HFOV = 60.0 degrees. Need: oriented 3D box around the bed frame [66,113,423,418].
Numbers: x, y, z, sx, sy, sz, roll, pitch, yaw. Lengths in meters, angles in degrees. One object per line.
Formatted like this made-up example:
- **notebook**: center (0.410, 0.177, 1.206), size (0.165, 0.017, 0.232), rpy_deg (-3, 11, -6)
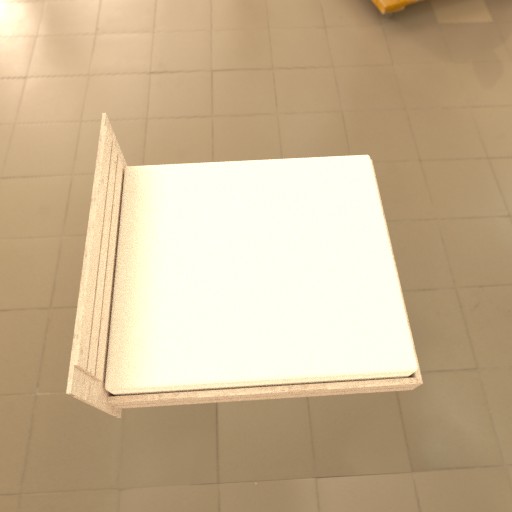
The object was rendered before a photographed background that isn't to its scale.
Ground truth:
- **bed frame**: center (0.000, 0.000, 3.173), size (2.080, 0.970, 1.950), rpy_deg (-3, 63, -2)
